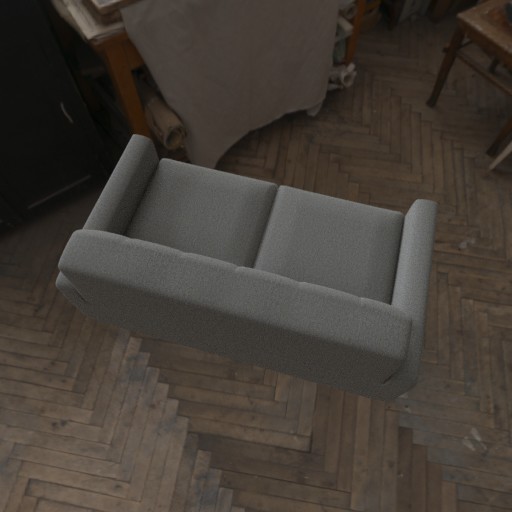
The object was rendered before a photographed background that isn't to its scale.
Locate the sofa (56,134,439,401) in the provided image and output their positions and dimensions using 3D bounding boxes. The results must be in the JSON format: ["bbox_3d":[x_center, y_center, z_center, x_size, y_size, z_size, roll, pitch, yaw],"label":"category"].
[{"bbox_3d":[0.000,0.000,2.258,1.651,0.925,0.952,14,64,7],"label":"sofa"}]
